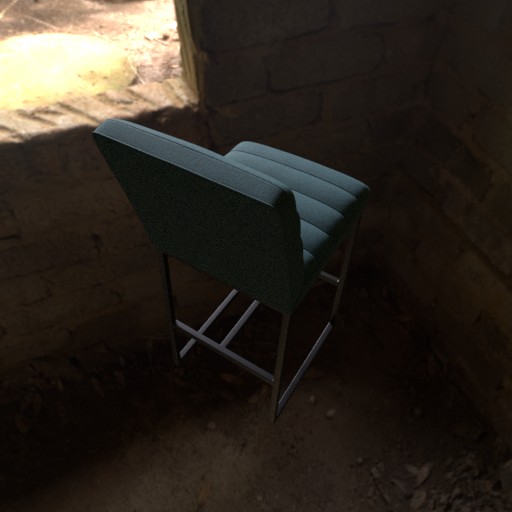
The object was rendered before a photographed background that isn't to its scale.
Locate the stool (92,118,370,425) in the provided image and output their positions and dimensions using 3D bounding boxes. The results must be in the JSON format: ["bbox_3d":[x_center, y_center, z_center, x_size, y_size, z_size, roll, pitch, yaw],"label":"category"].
[{"bbox_3d":[0.000,0.000,1.345,0.460,1.040,0.560,25,53,21],"label":"stool"}]
